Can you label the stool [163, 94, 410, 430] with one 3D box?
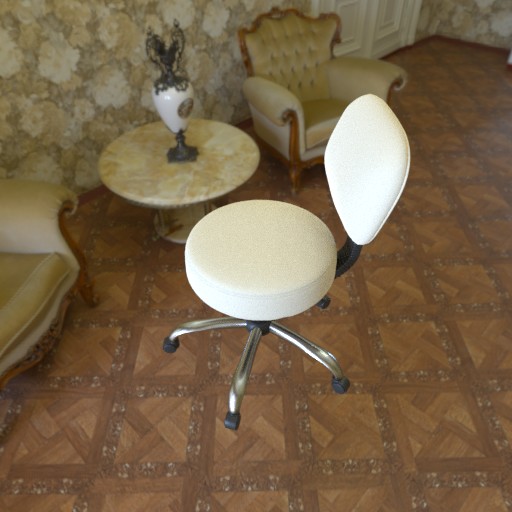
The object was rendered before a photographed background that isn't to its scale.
[{"bbox_3d":[0.000,0.000,1.228,0.616,0.810,0.609,-1,41,-2],"label":"stool"}]
